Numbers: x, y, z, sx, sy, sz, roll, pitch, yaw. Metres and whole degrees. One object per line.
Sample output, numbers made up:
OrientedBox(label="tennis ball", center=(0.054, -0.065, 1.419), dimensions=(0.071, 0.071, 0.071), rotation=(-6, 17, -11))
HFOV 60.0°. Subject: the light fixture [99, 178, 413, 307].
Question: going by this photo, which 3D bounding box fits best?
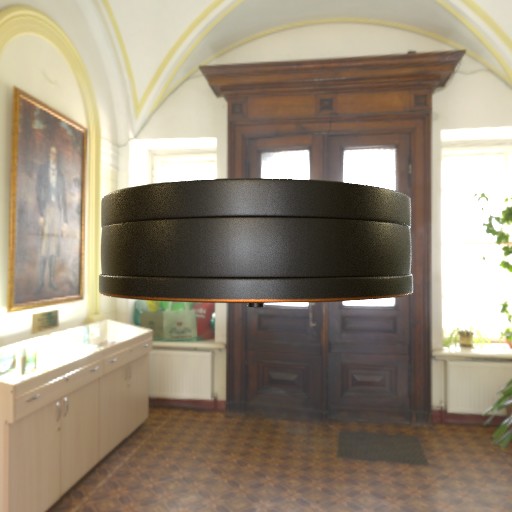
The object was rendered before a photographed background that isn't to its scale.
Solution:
OrientedBox(label="light fixture", center=(0.000, 0.000, 0.424), dimensions=(0.283, 0.097, 0.283), rotation=(0, -1, 0))
